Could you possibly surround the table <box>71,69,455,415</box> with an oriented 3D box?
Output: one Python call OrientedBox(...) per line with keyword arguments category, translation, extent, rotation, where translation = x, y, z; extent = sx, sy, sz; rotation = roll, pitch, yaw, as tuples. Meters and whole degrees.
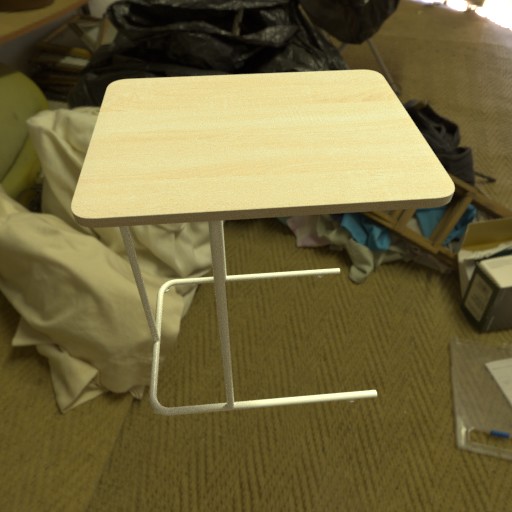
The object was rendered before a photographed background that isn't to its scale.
OrientedBox(category="table", translation=(0.000, 0.000, 0.859), extent=(0.480, 0.550, 0.370), rotation=(-4, 46, -4))
